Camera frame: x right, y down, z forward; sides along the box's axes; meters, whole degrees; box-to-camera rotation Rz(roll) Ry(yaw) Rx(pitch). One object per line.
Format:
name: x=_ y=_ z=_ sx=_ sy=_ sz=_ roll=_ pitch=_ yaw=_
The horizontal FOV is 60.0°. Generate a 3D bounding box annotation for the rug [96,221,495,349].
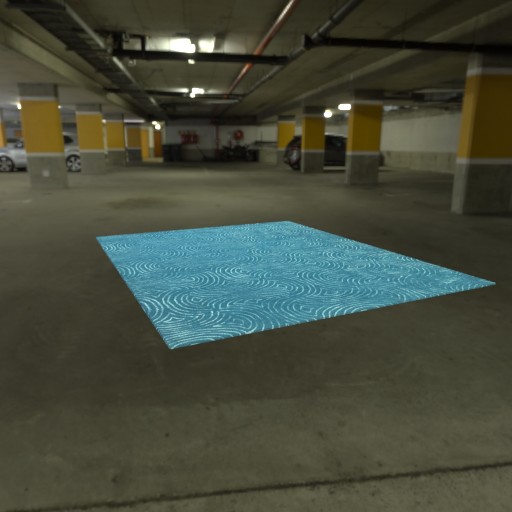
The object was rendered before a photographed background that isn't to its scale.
rug: x=0.000 y=0.000 z=4.054 sx=2.432 sy=0.012 sz=3.033 roll=-7 pitch=16 yaw=-25
